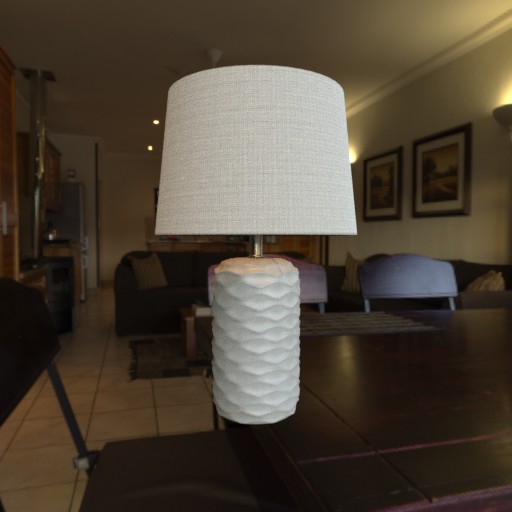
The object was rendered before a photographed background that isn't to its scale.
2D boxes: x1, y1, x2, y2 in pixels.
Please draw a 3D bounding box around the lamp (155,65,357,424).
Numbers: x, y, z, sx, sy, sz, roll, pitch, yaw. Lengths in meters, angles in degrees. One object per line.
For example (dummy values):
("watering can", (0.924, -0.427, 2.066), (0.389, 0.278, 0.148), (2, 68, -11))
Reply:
("lamp", (0.000, 0.000, 0.846), (0.376, 0.594, 0.376), (0, 2, 0))
